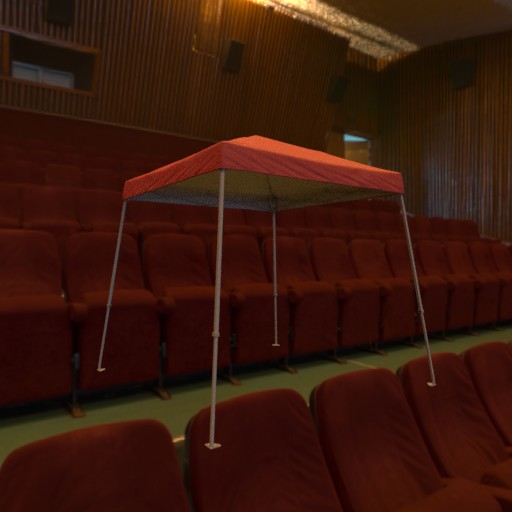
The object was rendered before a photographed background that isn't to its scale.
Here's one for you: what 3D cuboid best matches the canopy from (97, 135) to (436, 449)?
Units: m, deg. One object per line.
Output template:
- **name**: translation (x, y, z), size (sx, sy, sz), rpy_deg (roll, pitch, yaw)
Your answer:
- **canopy**: translation (0.000, 0.000, 6.606), size (3.600, 3.600, 3.599), rpy_deg (0, -1, -36)
